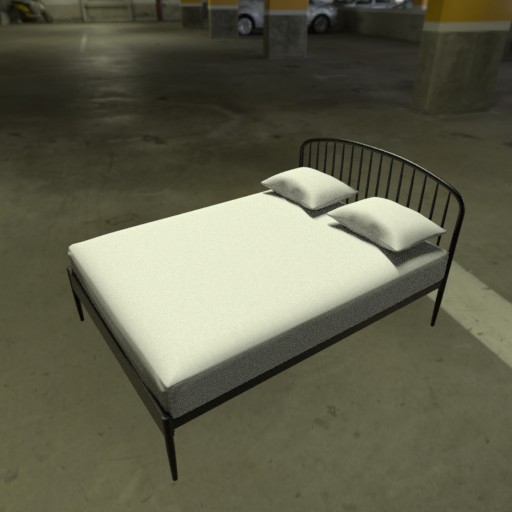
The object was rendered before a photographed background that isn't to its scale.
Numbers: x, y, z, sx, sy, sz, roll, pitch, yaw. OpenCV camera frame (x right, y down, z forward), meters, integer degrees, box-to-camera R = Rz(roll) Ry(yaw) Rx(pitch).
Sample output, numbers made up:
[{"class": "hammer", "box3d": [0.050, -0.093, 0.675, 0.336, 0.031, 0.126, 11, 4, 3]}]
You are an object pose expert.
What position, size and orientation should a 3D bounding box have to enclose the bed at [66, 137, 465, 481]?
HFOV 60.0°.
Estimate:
[{"class": "bed", "box3d": [0.000, 0.000, 3.047, 2.159, 1.166, 1.618, -20, 36, -30]}]
